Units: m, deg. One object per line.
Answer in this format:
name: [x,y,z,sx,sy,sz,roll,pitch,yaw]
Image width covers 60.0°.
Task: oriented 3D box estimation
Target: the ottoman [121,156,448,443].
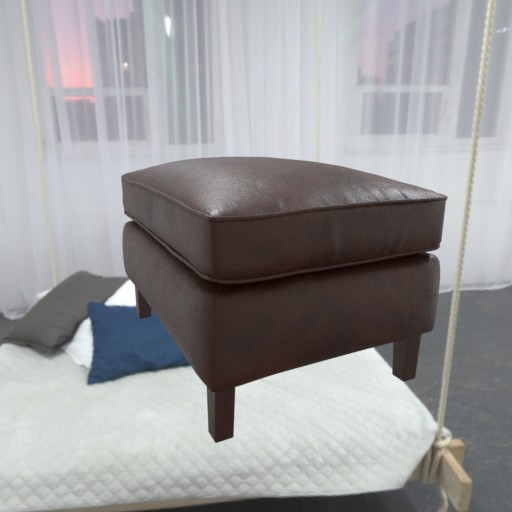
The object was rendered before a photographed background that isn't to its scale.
ottoman: [0.000,0.000,1.002,0.501,0.432,0.665,-8,18,-25]
